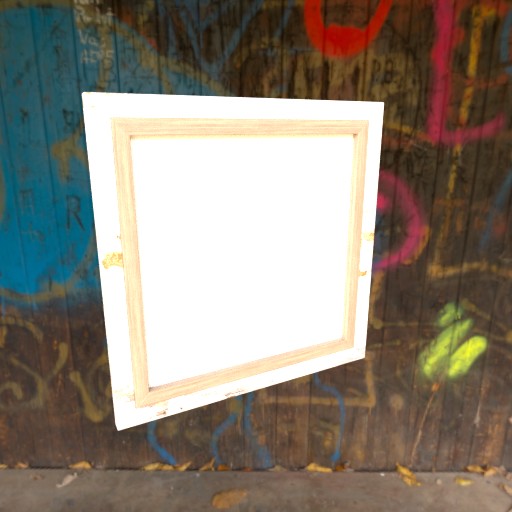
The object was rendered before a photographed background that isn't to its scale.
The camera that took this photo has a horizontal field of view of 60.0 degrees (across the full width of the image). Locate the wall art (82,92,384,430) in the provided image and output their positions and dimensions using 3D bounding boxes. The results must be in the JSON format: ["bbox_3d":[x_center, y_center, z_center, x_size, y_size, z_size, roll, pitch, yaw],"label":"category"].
[{"bbox_3d":[0.000,0.000,1.517,1.015,1.018,0.040,-8,18,-26],"label":"wall art"}]
